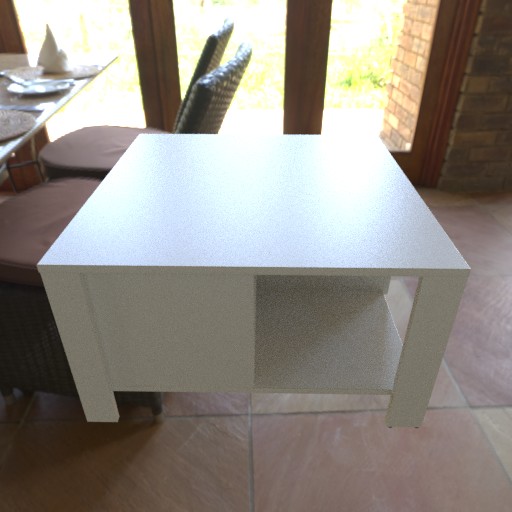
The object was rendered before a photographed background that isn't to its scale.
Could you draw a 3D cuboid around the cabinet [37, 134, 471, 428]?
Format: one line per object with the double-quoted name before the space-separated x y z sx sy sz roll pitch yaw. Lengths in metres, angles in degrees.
"cabinet" 0.000 0.000 1.275 0.800 0.460 0.800 1 32 1
